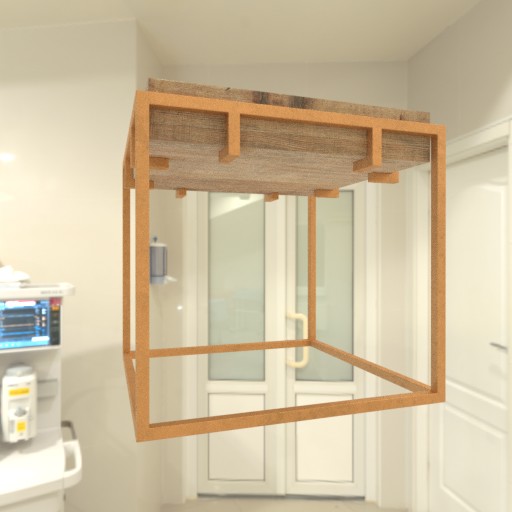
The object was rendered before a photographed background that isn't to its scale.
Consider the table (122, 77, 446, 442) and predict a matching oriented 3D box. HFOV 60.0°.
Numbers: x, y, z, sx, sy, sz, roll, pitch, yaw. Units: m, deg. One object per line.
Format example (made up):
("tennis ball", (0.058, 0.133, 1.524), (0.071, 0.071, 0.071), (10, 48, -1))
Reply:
("table", (0.000, 0.000, 1.075), (0.599, 0.584, 0.599), (0, 0, -19))
